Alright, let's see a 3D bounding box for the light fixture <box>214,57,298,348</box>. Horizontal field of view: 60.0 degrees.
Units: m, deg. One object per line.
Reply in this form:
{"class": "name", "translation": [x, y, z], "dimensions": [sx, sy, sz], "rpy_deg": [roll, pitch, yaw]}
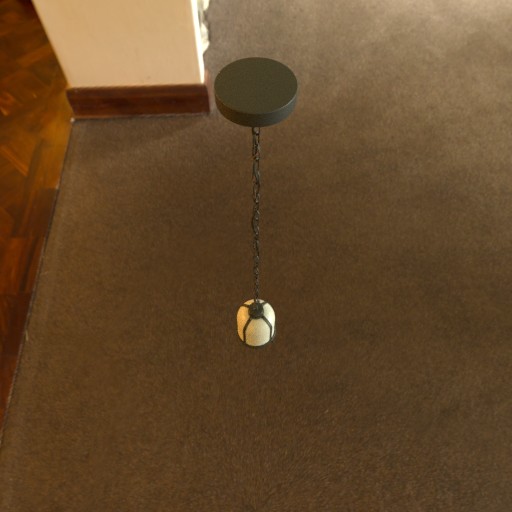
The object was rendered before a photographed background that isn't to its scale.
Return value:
{"class": "light fixture", "translation": [0.000, 0.000, 1.273], "dimensions": [0.178, 1.181, 0.178], "rpy_deg": [34, 65, 18]}
